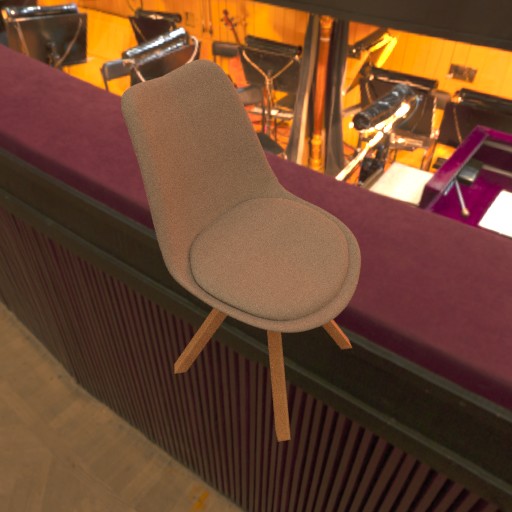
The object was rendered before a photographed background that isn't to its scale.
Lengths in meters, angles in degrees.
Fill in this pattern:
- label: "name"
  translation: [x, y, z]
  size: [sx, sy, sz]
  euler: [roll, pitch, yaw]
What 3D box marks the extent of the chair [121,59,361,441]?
- label: "chair"
  translation: [0.000, 0.000, 1.195]
  size: [0.549, 0.863, 0.474]
  euler: [26, 48, 26]
